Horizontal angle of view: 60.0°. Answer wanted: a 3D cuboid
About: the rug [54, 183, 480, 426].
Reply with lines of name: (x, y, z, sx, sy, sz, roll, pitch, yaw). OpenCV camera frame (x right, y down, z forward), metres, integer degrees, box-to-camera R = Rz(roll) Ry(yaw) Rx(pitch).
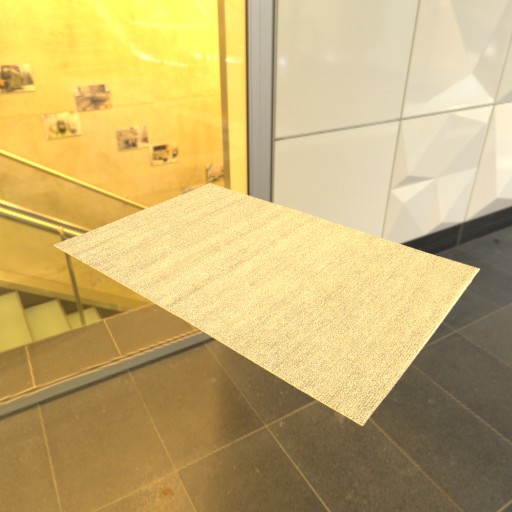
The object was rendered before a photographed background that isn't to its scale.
rug: (0.000, 0.000, 2.232, 1.820, 0.022, 1.179, 22, 37, 34)
